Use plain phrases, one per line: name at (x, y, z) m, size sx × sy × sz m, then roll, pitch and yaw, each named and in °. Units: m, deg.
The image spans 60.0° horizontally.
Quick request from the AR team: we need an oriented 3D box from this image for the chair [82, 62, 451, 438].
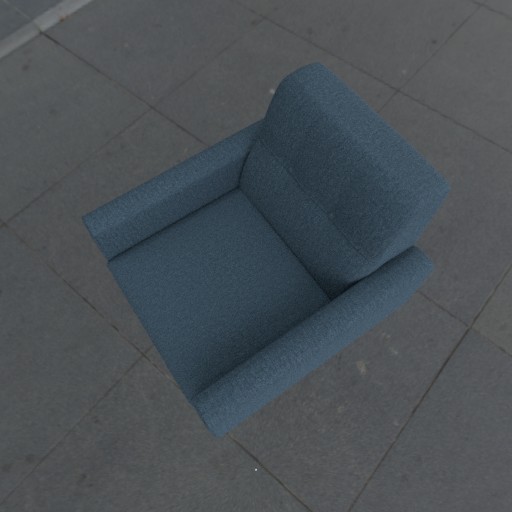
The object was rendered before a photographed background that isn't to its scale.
chair at (0.000, 0.000, 1.667) m, size 0.964 × 0.940 × 0.880 m, roll -32°, pitch 68°, yaw -14°
